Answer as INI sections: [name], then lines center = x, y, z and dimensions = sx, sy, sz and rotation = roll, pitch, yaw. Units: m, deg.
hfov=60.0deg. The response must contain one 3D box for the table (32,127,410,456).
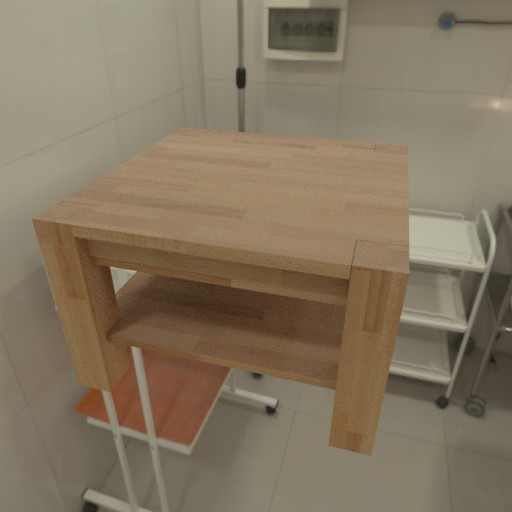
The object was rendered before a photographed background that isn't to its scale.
[table]
center = 0.000, 0.000, 1.175
dimensions = 0.700, 0.451, 0.700
rotation = 8, 32, 14
